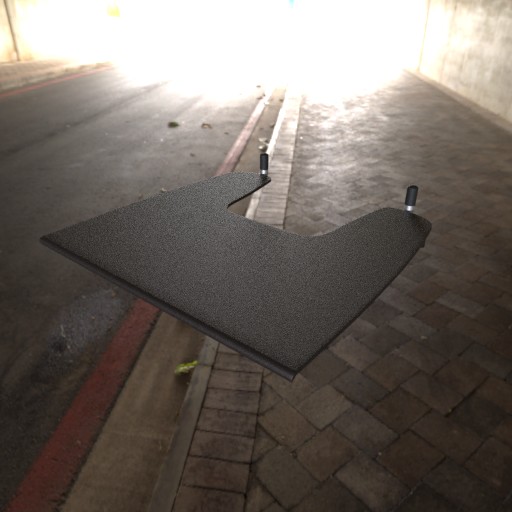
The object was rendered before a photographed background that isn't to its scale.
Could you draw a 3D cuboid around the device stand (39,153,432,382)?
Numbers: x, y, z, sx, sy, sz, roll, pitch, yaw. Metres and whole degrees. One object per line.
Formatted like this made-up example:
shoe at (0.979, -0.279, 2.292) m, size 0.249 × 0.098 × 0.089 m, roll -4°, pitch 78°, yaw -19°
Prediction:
device stand at (0.000, 0.000, 0.356) m, size 0.230 × 0.092 × 0.230 m, roll 21°, pitch 35°, yaw 33°
